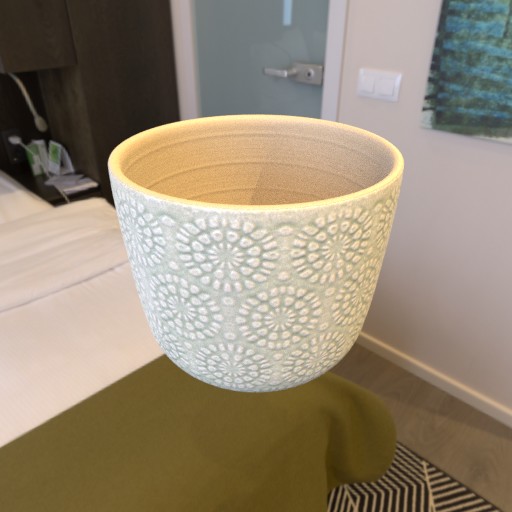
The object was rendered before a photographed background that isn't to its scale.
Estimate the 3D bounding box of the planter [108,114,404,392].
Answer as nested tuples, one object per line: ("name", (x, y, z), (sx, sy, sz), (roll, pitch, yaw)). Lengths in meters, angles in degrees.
("planter", (0.000, 0.000, 0.220), (0.124, 0.109, 0.124), (0, 31, 0))
